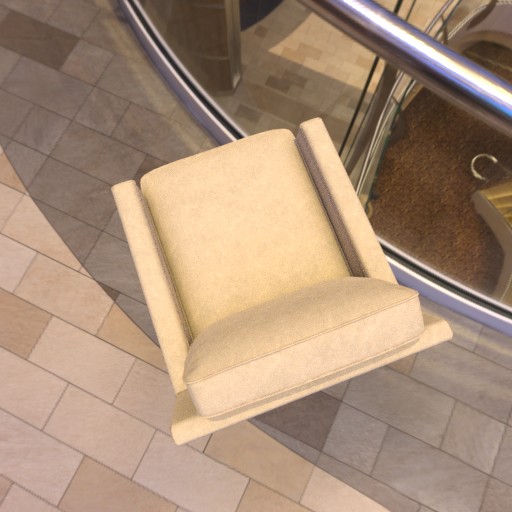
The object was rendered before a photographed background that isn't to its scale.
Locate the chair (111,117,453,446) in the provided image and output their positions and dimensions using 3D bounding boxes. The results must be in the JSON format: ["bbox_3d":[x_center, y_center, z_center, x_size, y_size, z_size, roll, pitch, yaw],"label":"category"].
[{"bbox_3d":[0.000,0.000,1.670,0.853,0.943,1.014,-20,76,-5],"label":"chair"}]
